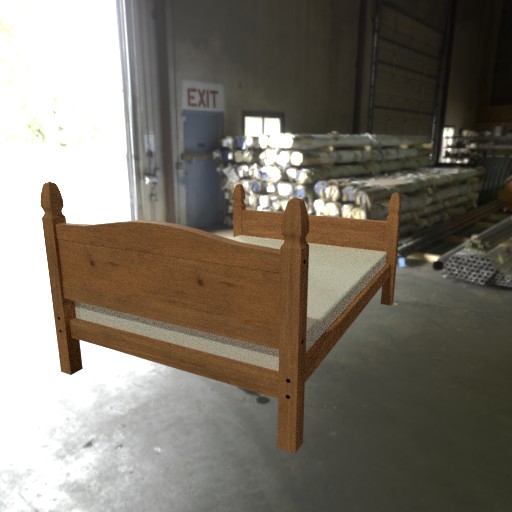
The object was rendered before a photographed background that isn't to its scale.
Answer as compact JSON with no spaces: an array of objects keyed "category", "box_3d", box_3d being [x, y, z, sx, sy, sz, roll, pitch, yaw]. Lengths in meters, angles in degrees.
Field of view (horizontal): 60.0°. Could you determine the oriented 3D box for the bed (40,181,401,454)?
[{"category":"bed","box_3d":[0.000,0.000,2.991,1.490,1.100,2.069,8,17,27]}]
